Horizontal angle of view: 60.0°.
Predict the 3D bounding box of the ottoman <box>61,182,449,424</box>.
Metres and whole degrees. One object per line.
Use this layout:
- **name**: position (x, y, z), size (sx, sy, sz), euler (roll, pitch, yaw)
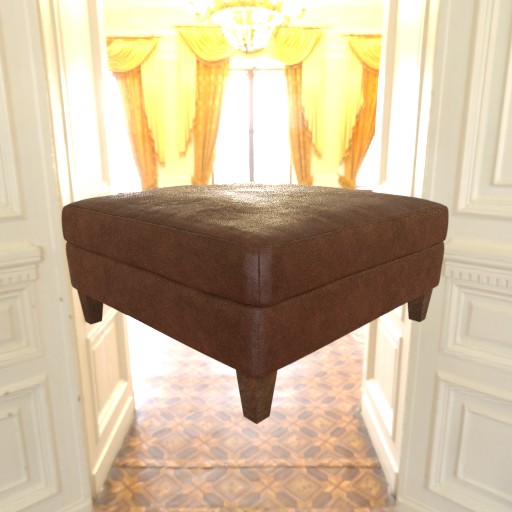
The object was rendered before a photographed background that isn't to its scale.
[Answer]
- **ottoman**: position (0.000, 0.000, 1.334), size (0.836, 0.415, 0.844), euler (13, 19, 43)
